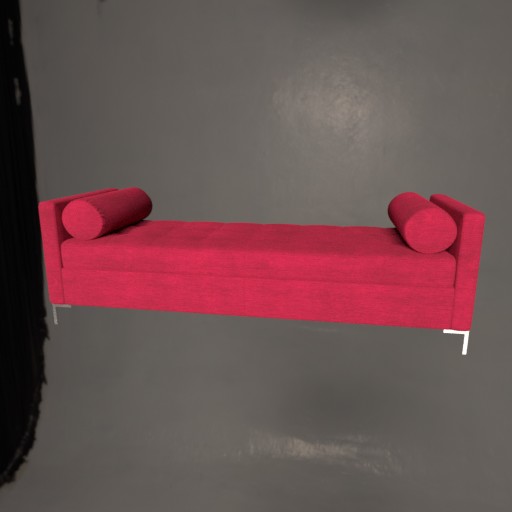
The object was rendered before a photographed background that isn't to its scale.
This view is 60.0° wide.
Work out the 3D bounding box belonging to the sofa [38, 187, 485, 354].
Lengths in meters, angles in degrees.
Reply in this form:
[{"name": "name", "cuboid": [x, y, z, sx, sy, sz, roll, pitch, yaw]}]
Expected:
[{"name": "sofa", "cuboid": [0.000, 0.000, 2.323, 1.981, 0.635, 0.686, 2, 15, 10]}]
